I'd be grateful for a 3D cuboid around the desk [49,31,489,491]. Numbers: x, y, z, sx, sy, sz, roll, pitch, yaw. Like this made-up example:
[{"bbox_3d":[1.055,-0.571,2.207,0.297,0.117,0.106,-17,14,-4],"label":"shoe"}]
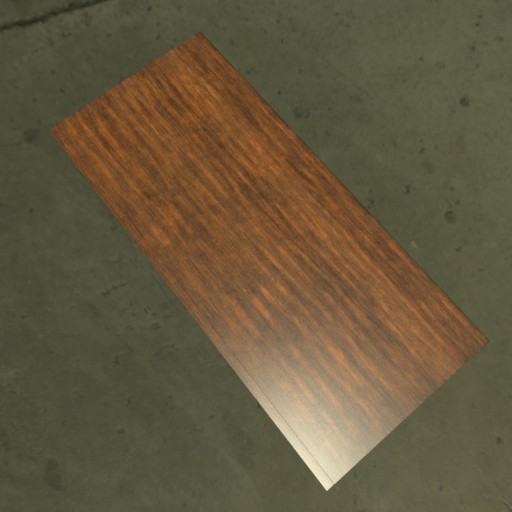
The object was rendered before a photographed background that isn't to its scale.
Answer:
[{"bbox_3d":[0.000,0.000,1.924,0.724,0.762,1.575,-38,78,-10],"label":"desk"}]
